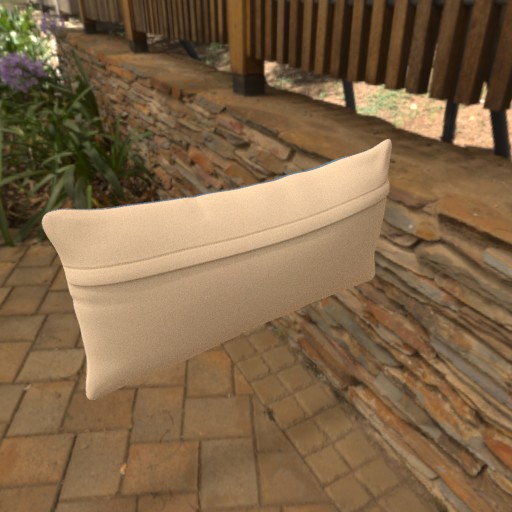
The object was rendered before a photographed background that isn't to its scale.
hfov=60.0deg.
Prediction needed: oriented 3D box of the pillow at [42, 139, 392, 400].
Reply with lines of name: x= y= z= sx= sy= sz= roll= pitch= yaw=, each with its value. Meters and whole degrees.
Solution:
pillow: x=0.000 y=0.000 z=0.731 sx=0.604 sy=0.307 sz=0.148 roll=-19 pitch=35 yaw=-29
